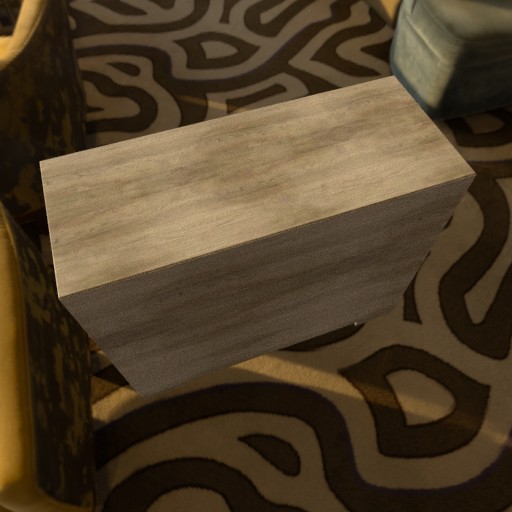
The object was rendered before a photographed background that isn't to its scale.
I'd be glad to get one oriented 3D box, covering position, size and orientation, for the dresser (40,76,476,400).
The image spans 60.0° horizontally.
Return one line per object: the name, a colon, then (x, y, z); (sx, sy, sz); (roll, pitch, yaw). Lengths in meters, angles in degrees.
dresser: (0.000, 0.000, 1.432); (0.994, 0.816, 0.404); (-17, 59, -10)
